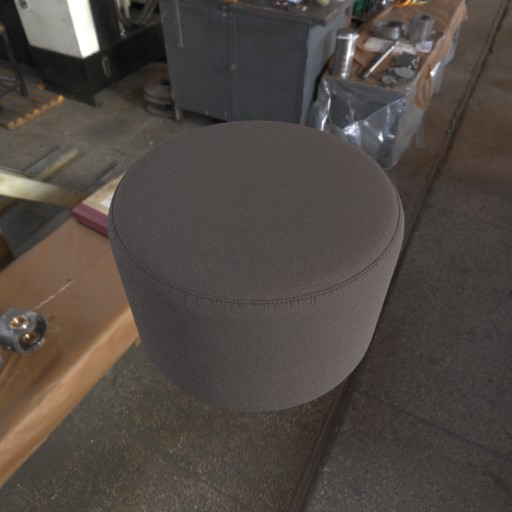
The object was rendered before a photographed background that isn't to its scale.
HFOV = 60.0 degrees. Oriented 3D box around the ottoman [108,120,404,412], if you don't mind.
[{"bbox_3d":[0.000,0.000,1.039,0.608,0.433,0.608,0,45,0],"label":"ottoman"}]
